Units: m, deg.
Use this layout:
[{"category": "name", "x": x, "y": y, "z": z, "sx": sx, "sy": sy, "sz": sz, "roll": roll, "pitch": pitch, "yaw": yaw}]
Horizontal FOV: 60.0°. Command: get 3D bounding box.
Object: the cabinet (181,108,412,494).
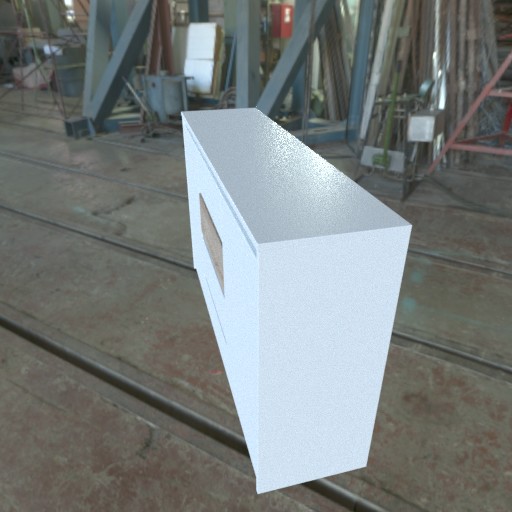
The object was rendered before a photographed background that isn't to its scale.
[{"category": "cabinet", "x": 0.000, "y": 0.000, "z": 1.837, "sx": 0.380, "sy": 0.900, "sz": 1.450, "roll": -7, "pitch": 30, "yaw": -13}]
